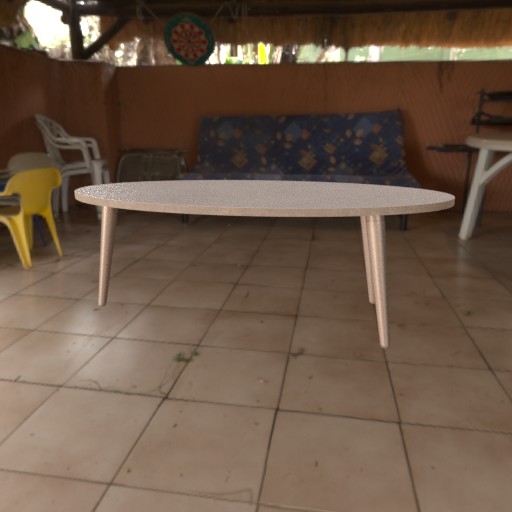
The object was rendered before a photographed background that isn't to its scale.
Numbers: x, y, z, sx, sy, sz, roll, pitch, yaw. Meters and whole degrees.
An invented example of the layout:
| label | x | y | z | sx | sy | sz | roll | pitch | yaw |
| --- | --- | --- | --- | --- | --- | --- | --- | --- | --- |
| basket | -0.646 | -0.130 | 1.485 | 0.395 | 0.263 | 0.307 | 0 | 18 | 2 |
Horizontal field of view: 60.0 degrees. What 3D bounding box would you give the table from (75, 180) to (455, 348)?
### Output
| label | x | y | z | sx | sy | sz | roll | pitch | yaw |
| --- | --- | --- | --- | --- | --- | --- | --- | --- | --- |
| table | 0.000 | 0.000 | 1.335 | 1.083 | 0.390 | 0.542 | 2 | 16 | 8 |
